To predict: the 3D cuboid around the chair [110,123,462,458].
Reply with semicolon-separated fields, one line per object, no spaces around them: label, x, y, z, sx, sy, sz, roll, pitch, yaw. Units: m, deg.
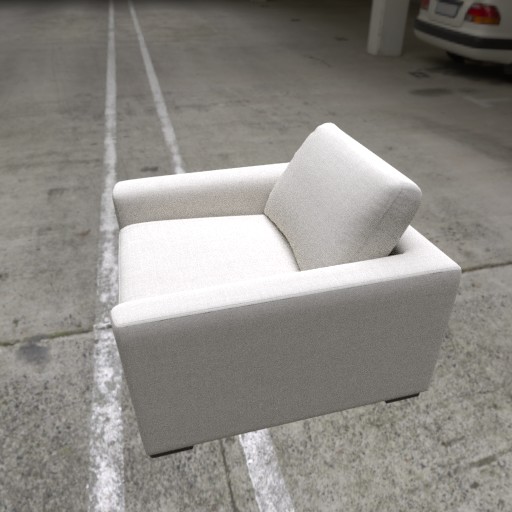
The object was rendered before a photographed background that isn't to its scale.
chair;0.000;0.000;1.818;1.100;0.876;1.070;-8;33;-13
